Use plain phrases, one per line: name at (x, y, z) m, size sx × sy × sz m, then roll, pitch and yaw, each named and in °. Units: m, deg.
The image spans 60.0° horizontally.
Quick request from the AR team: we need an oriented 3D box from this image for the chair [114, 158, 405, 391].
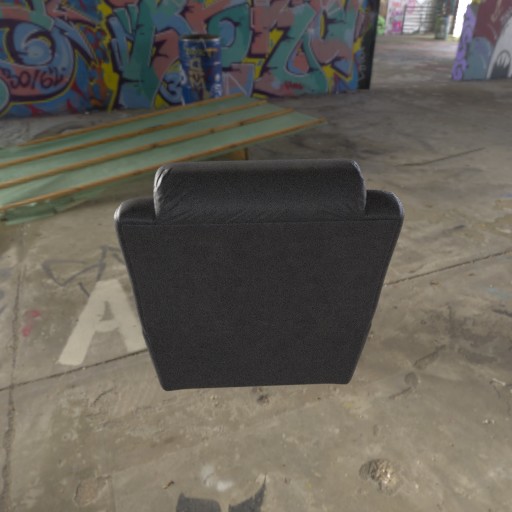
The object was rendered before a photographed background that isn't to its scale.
chair at (0.000, 0.000, 1.961) m, size 0.967 × 1.116 × 1.068 m, roll -1°, pitch 30°, yaw -2°
